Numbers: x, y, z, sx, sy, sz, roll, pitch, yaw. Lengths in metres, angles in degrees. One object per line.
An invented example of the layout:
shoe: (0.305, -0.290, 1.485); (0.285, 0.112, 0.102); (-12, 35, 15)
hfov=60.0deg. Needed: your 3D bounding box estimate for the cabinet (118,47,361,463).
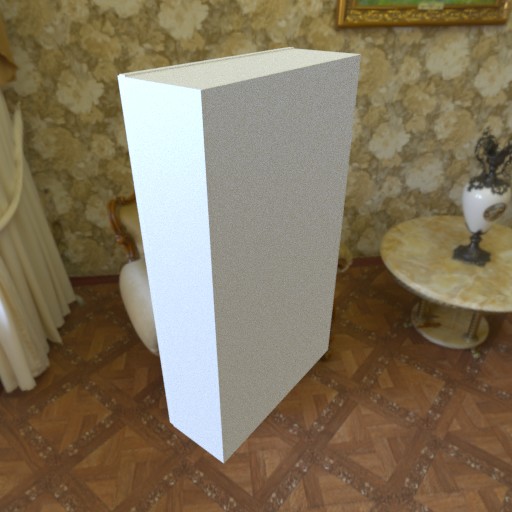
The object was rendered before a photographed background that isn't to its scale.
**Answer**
cabinet: (0.000, 0.000, 2.671); (0.480, 2.160, 1.250); (22, 37, 32)
